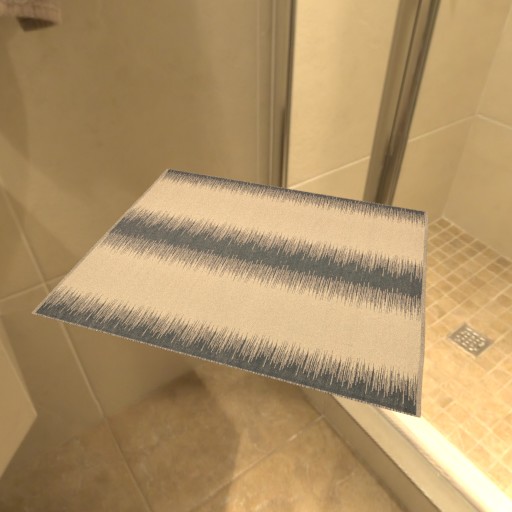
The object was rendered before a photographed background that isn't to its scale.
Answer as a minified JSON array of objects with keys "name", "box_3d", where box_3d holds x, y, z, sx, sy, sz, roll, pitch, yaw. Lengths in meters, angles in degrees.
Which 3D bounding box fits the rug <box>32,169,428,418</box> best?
[{"name":"rug","box_3d":[0.000,0.000,4.111,3.037,0.004,2.453,12,42,13]}]
